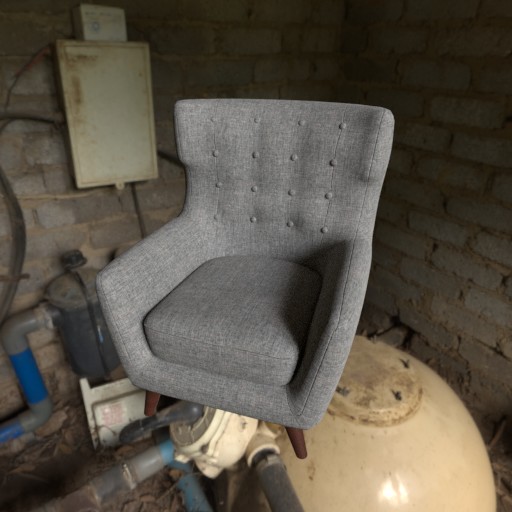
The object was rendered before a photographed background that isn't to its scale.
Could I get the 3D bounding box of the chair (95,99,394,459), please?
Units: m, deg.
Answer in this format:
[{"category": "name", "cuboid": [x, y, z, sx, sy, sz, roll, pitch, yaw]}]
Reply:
[{"category": "chair", "cuboid": [0.000, 0.000, 1.710, 0.878, 1.063, 0.904, 8, 27, 17]}]
